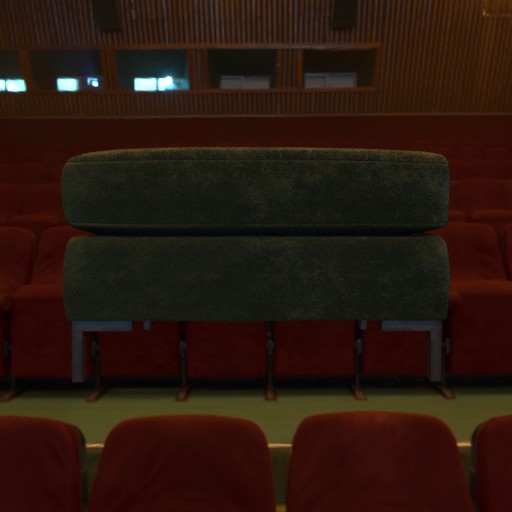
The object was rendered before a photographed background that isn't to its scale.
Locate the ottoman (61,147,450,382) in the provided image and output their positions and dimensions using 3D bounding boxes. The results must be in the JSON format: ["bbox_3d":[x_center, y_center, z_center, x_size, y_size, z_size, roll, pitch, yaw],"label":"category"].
[{"bbox_3d":[0.000,0.000,1.283,0.839,0.538,0.701,0,1,0],"label":"ottoman"}]
